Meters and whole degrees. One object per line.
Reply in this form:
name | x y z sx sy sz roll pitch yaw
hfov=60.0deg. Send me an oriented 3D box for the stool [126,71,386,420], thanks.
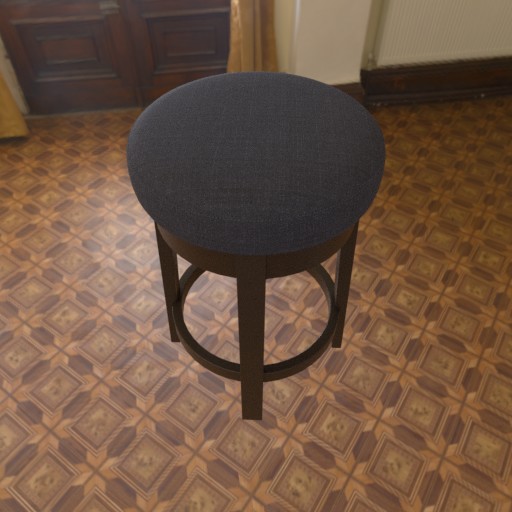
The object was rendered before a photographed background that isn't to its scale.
stool | 0.000 0.000 0.951 0.449 0.655 0.449 0 47 0
